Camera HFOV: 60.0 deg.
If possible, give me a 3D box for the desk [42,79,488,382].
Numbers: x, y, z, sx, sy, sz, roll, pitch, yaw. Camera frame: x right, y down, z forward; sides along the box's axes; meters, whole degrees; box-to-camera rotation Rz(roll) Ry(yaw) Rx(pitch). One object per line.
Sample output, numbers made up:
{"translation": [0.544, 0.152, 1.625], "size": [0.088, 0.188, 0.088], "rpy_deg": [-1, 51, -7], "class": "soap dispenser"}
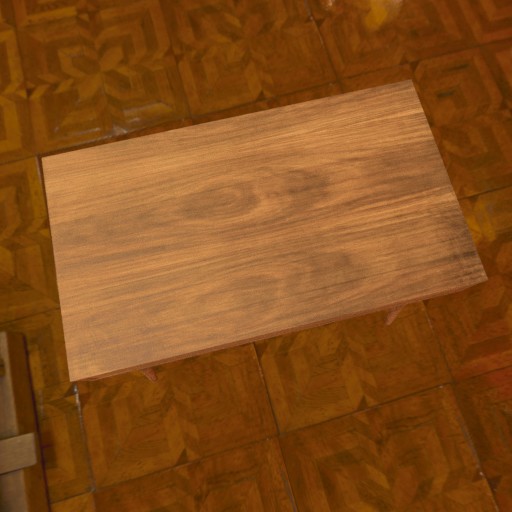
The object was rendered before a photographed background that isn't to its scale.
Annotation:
{"translation": [0.000, 0.000, 1.410], "size": [0.949, 0.758, 0.588], "rpy_deg": [-13, 75, -3], "class": "desk"}
